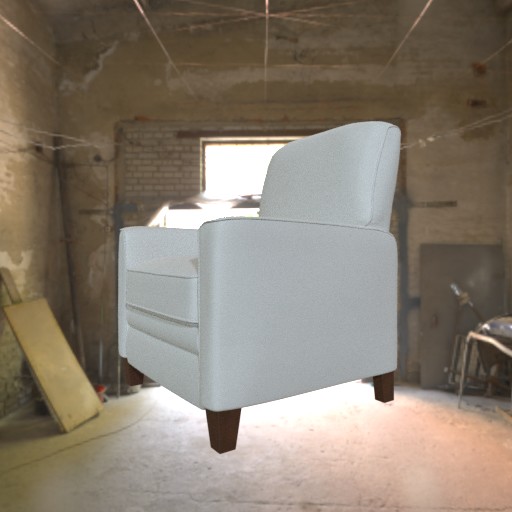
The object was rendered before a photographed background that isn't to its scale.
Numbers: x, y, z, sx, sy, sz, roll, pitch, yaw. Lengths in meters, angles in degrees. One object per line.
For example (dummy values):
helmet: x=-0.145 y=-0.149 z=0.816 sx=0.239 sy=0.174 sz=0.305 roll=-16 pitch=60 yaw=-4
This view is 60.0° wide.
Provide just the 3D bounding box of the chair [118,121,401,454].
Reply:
chair: x=0.000 y=0.000 z=1.682 sx=0.858 sy=1.028 sz=0.841 roll=-1 pitch=1 yaw=-35
